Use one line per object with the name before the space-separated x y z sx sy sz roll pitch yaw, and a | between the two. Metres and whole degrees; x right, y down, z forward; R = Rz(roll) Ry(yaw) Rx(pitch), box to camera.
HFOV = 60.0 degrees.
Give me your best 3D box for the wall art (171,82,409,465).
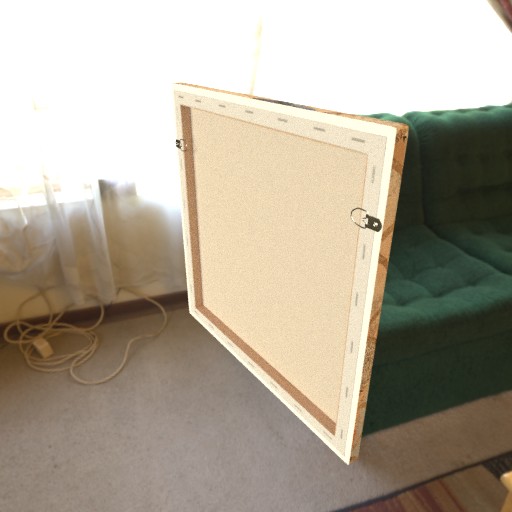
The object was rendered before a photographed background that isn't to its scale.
wall art | 0.000 0.000 1.345 0.039 0.914 0.912 -18 33 -32
